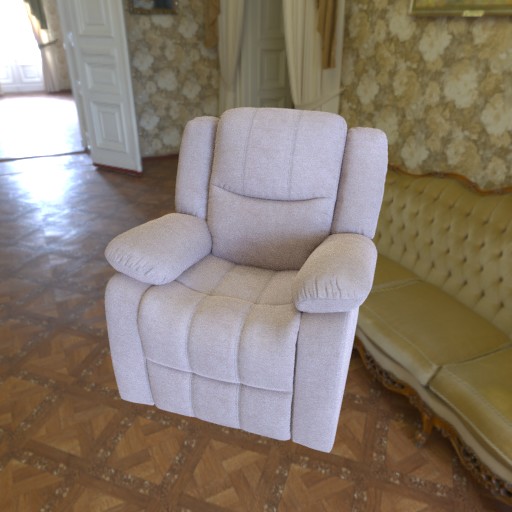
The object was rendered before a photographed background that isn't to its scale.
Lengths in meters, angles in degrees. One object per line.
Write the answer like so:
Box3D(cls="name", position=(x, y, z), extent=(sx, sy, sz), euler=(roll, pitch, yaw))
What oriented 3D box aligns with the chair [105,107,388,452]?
Box3D(cls="chair", position=(0.000, 0.000, 1.721), extent=(0.899, 1.008, 0.944), euler=(8, 29, 16))
